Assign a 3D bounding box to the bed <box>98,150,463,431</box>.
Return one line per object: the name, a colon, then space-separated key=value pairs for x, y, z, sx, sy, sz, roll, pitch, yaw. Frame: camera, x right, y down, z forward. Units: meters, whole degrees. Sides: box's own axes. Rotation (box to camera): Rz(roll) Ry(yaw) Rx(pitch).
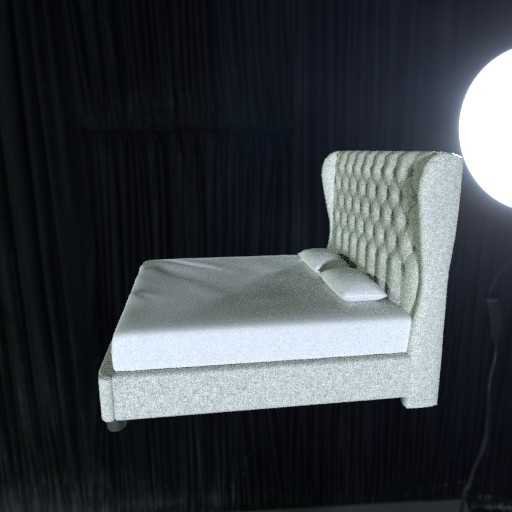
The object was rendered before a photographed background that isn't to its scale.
bed: x=0.000 y=0.000 z=3.841 sx=2.347 sy=1.771 sz=2.219 roll=-2 pitch=14 yaw=-8
